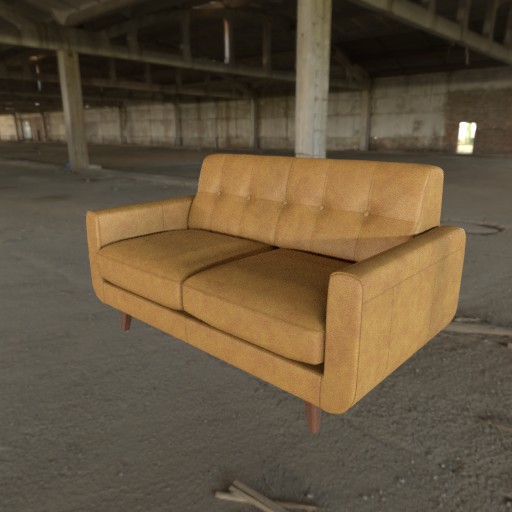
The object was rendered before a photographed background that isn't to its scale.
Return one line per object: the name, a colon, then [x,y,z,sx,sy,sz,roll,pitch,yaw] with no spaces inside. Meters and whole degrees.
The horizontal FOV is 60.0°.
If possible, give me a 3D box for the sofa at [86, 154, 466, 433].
sofa: [0.000,0.000,2.178,1.651,0.925,0.952,14,21,40]
